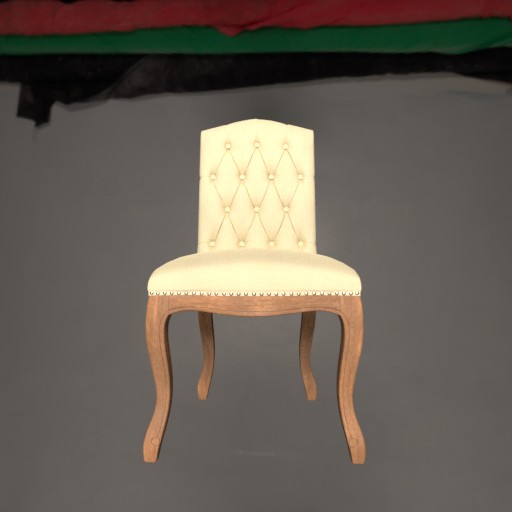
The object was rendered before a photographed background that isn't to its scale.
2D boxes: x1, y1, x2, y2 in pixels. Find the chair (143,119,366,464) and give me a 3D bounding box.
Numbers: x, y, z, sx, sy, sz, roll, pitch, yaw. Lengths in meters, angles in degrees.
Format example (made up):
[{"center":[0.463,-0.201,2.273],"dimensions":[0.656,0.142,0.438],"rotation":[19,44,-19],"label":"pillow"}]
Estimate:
[{"center":[0.000,0.000,1.570],"dimensions":[0.623,1.165,0.715],"rotation":[0,-1,1],"label":"chair"}]
